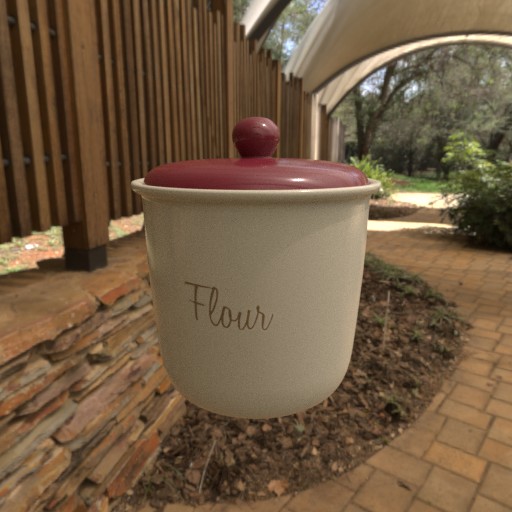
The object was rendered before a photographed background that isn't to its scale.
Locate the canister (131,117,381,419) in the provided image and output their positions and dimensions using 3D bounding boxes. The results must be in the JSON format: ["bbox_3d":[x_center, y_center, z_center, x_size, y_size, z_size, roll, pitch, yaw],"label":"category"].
[{"bbox_3d":[0.000,0.000,0.347,0.182,0.208,0.182,0,14,0],"label":"canister"}]
